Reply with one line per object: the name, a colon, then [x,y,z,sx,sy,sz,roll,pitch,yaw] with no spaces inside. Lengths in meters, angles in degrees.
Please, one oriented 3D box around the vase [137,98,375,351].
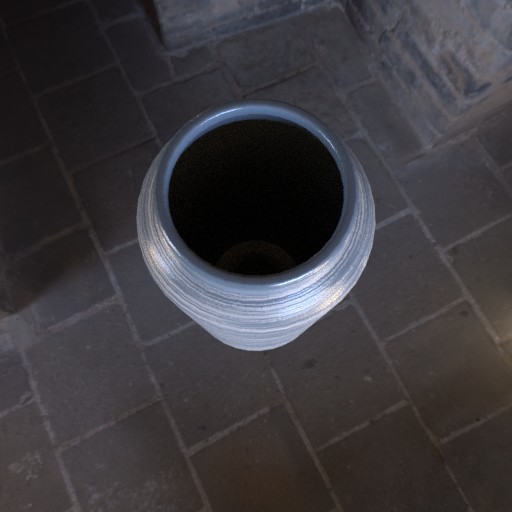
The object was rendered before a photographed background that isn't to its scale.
vase: [0.000,0.000,0.295,0.116,0.230,0.116,0,75,0]
